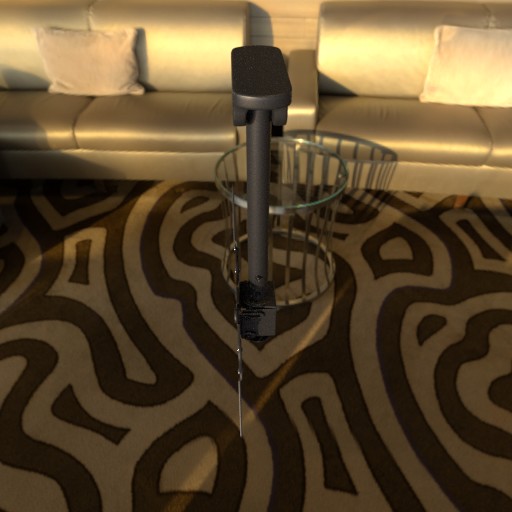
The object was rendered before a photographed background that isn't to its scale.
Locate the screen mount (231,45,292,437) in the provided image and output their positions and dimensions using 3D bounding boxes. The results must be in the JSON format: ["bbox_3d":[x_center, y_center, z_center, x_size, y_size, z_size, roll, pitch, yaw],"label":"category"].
[{"bbox_3d":[0.000,0.000,0.882,0.090,0.729,0.393,-2,42,-2],"label":"screen mount"}]
